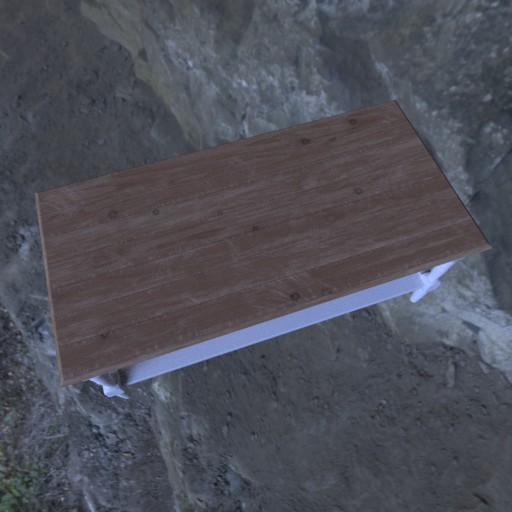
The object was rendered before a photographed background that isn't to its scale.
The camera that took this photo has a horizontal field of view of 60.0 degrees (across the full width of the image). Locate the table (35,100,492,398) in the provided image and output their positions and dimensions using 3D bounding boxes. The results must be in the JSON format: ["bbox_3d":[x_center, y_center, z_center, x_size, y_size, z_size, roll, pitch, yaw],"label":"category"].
[{"bbox_3d":[0.000,0.000,1.393,1.118,0.458,0.559,-17,64,-8],"label":"table"}]
